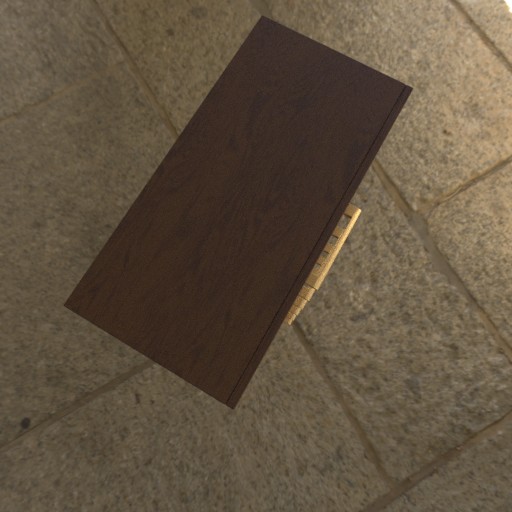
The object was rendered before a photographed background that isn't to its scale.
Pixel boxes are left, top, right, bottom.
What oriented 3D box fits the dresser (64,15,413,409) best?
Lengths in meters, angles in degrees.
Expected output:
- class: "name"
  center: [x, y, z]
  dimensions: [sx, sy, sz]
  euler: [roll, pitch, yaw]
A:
- class: "dresser"
  center: [0.000, 0.000, 1.776]
  dimensions: [0.516, 1.320, 0.964]
  euler: [29, 78, 7]
